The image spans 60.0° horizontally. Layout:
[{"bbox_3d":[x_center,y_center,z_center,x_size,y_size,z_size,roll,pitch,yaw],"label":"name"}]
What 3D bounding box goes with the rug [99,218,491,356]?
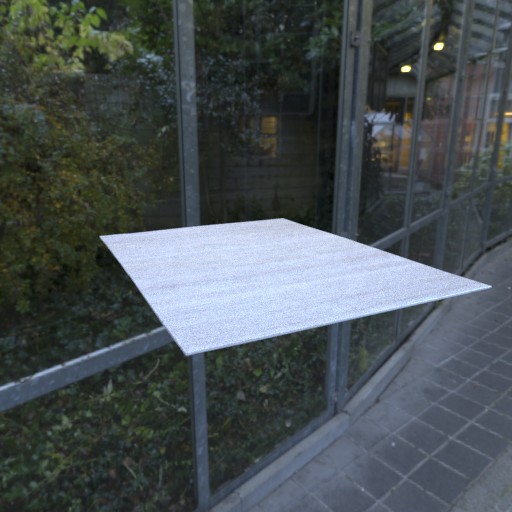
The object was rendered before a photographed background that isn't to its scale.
[{"bbox_3d":[0.000,0.000,4.287,2.467,0.046,3.245,-7,17,-25],"label":"rug"}]
